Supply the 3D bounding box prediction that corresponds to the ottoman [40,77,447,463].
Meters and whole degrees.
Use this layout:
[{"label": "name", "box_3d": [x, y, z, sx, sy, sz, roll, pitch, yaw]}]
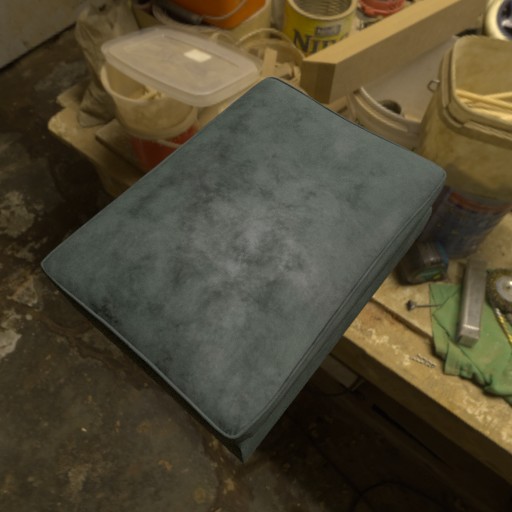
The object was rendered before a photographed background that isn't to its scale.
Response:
[{"label": "ottoman", "box_3d": [0.000, 0.000, 1.243, 0.632, 0.495, 0.864, 36, 66, 19]}]
